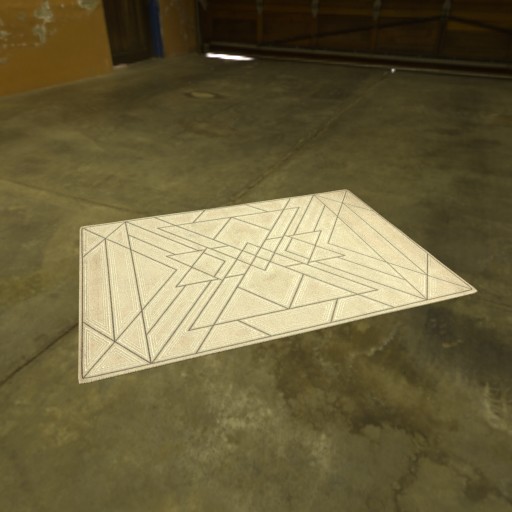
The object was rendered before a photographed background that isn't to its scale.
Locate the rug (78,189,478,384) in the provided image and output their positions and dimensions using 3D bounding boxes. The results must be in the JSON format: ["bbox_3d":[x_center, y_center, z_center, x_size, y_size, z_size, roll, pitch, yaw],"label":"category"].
[{"bbox_3d":[0.000,0.000,4.478,3.381,0.026,2.436,-10,33,-16],"label":"rug"}]
